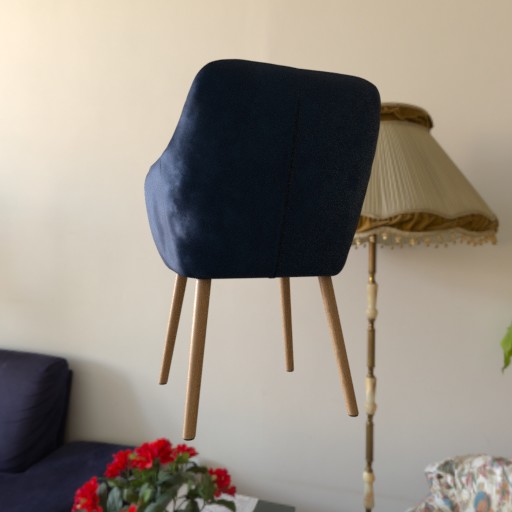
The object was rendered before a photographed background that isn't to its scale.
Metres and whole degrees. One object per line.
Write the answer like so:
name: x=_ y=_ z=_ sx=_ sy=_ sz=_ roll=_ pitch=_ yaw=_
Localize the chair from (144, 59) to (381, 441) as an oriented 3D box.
chair: x=0.000 y=0.000 z=1.220 sx=0.578 sy=0.826 sz=0.573 roll=0 pitch=1 yaw=-19
